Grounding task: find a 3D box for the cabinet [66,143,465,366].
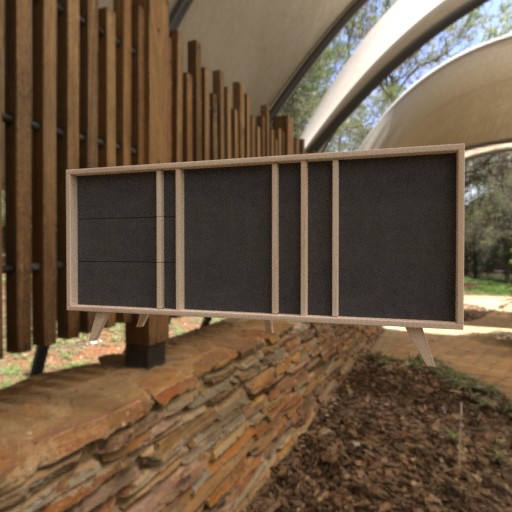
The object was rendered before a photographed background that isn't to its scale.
[{"bbox_3d":[0.000,0.000,2.001,1.650,0.780,0.500,0,1,18],"label":"cabinet"}]
